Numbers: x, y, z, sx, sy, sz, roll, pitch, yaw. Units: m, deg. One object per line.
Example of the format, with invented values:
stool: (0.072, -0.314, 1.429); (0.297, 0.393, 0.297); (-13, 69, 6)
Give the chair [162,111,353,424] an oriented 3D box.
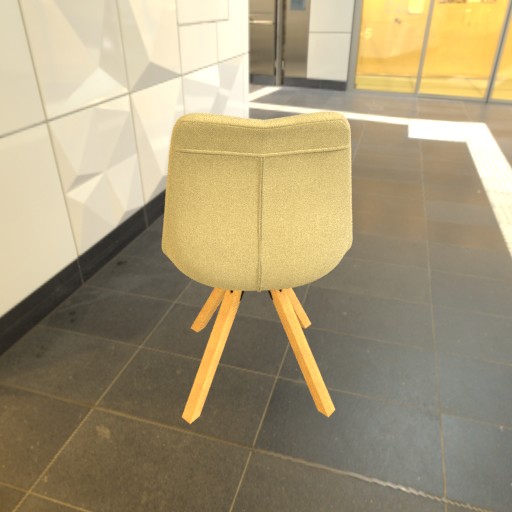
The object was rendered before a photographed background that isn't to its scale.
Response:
chair: (0.000, 0.000, 1.195); (0.474, 0.863, 0.549); (-1, 30, -2)
